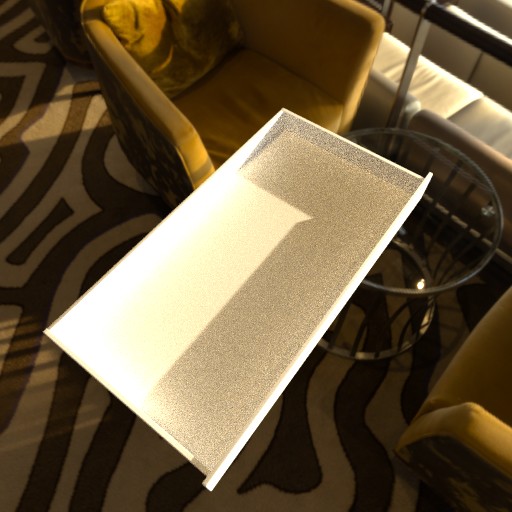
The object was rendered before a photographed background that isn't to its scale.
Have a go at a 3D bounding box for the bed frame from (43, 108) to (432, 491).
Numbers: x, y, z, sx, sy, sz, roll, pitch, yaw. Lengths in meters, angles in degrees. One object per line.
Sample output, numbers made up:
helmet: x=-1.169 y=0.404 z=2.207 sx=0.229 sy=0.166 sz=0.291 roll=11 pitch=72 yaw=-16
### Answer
bed frame: x=0.000 y=0.000 z=1.541 sx=0.670 sy=0.141 sz=1.300 roll=33 pitch=64 yaw=18
